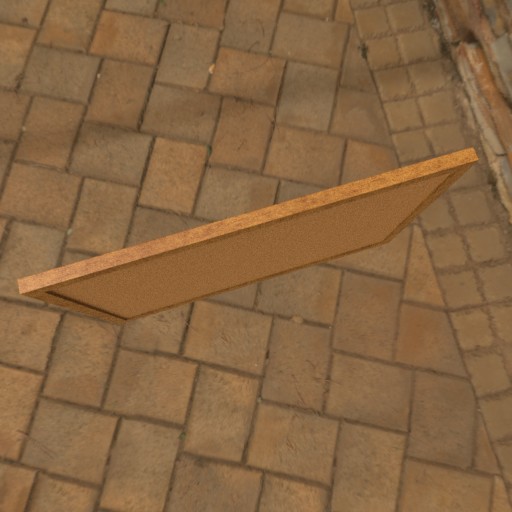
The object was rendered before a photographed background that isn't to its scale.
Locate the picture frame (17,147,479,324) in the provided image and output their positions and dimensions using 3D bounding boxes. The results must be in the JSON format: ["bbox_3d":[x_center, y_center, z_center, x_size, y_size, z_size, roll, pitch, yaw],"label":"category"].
[{"bbox_3d":[0.000,0.000,1.156,0.922,0.621,0.029,-17,77,-4],"label":"picture frame"}]
